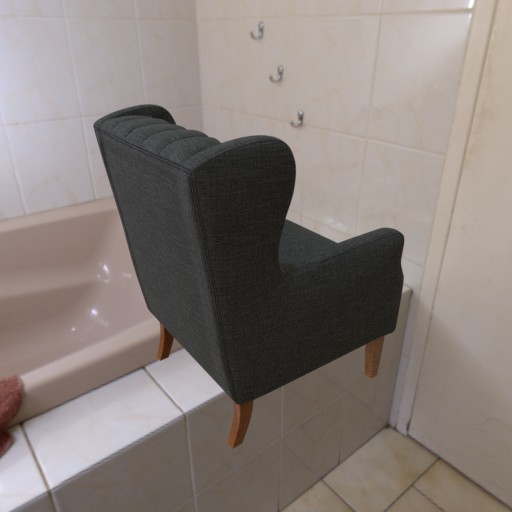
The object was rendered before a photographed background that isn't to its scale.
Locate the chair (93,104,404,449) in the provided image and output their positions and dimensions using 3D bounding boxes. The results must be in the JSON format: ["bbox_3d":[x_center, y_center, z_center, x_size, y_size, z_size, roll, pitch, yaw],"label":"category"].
[{"bbox_3d":[0.000,0.000,1.506,0.775,0.953,0.711,-18,32,-32],"label":"chair"}]
